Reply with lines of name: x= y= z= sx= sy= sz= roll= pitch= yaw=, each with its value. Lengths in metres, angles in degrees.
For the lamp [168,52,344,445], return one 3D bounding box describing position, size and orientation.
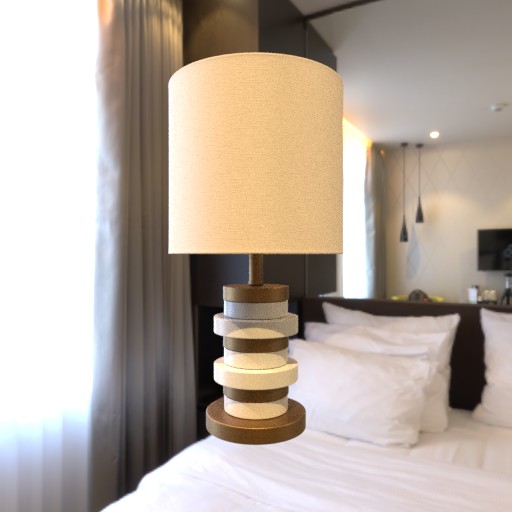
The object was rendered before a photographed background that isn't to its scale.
lamp: x=0.000 y=0.000 z=0.541 sx=0.210 sy=0.410 sz=0.210 roll=0 pitch=0 yaw=0
